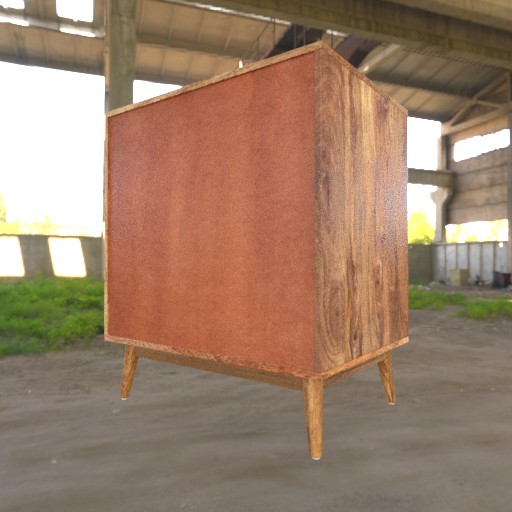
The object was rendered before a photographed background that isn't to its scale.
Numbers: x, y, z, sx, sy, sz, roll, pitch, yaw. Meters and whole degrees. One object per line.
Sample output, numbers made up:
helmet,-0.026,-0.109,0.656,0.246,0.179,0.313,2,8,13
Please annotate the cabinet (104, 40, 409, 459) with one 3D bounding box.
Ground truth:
cabinet,0.000,0.000,1.164,0.647,0.758,0.473,0,0,37
